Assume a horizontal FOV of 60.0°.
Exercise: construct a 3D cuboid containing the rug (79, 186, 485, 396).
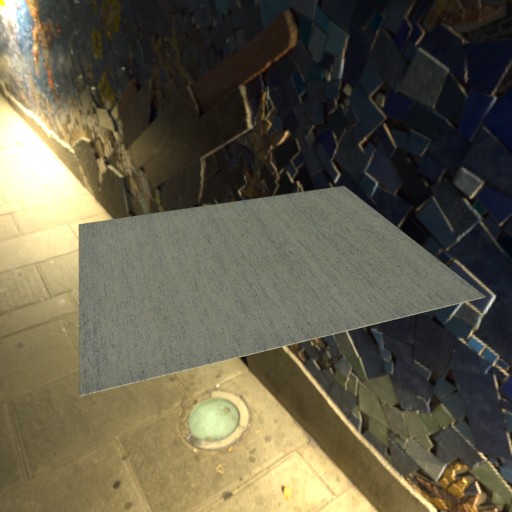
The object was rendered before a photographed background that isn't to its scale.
[{"bbox_3d":[0.000,0.000,4.224,3.197,0.006,2.438,-10,34,-16],"label":"rug"}]
